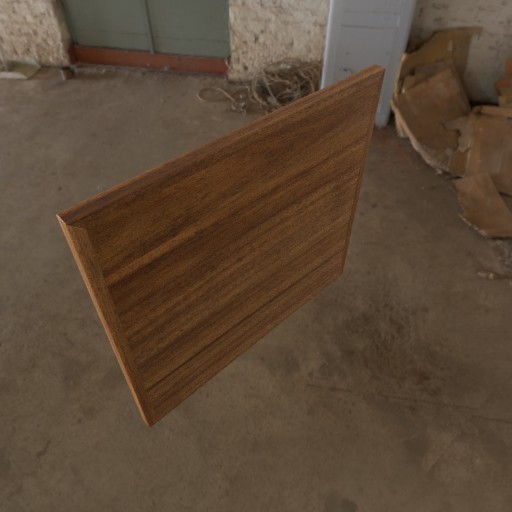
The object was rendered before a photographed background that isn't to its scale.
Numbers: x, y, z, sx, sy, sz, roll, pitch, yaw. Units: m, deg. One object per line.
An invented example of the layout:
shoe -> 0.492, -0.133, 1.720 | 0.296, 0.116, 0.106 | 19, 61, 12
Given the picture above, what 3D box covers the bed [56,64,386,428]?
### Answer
bed -> 0.000, 0.000, 1.448 | 1.041, 0.940, 0.043 | -34, 55, -28
